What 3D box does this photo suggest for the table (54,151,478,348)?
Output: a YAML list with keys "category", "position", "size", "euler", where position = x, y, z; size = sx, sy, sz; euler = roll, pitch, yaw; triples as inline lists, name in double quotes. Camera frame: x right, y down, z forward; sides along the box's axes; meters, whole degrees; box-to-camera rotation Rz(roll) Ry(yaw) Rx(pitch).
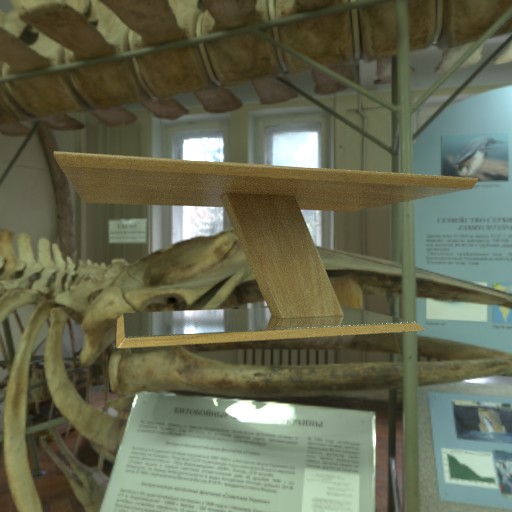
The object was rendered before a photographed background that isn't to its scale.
- category: "table"
  position: [0.000, 0.000, 1.421]
  size: [1.100, 0.441, 0.692]
  euler: [0, 0, -17]
